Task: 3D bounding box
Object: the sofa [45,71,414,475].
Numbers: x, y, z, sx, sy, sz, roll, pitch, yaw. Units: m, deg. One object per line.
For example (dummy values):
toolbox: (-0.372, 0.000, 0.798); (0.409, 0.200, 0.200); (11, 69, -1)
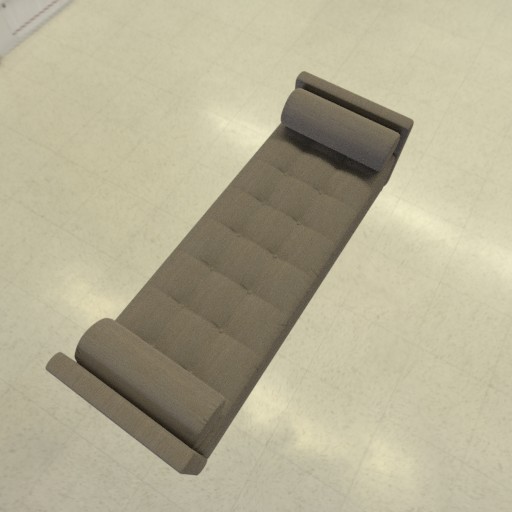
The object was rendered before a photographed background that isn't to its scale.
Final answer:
sofa: (0.000, 0.000, 2.276); (0.686, 0.635, 1.981); (30, 67, 14)
